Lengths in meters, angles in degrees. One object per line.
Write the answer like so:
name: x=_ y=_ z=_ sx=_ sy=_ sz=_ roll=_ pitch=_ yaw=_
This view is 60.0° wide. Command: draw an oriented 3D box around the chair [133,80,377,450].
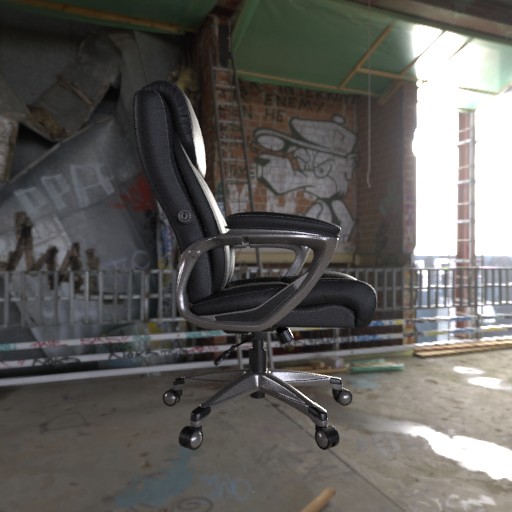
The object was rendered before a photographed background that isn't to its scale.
chair: x=0.000 y=0.000 z=1.645 sx=0.784 sy=1.167 sz=0.741 roll=0 pitch=0 yaw=-1
